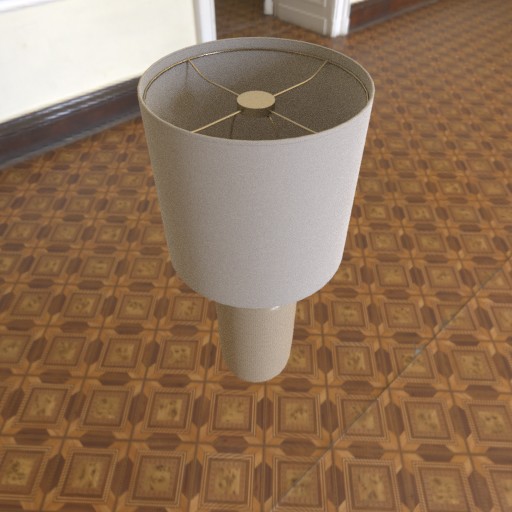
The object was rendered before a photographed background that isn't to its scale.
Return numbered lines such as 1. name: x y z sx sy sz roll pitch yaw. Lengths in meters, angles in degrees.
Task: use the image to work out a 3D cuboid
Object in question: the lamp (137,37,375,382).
1. lamp: 0.000 0.000 0.588 0.220 0.475 0.220 -22 50 -20
